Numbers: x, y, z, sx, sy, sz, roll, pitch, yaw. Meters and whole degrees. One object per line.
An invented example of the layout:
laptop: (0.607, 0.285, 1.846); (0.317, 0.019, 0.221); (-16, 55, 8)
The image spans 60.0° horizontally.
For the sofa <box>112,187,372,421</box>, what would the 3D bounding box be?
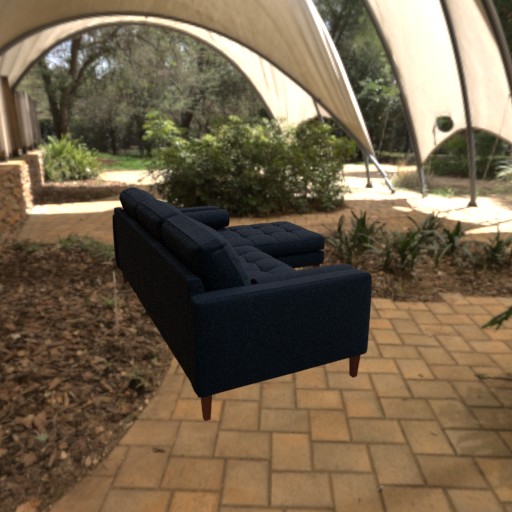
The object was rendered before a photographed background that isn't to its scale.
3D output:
sofa: (0.000, 0.000, 3.112); (1.613, 0.841, 2.185); (-8, 18, -25)
